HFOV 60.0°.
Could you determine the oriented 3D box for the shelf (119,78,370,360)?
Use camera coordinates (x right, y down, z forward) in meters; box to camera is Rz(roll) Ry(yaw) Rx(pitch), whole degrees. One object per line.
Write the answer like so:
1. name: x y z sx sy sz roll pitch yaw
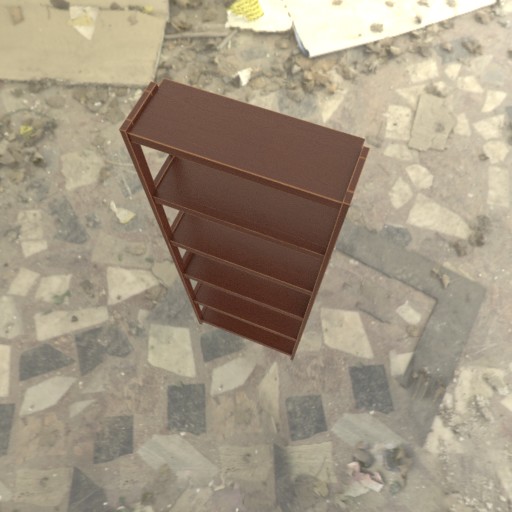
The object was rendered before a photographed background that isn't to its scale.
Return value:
1. shelf: 0.000 0.000 2.092 0.660 1.892 0.381 20 67 9
